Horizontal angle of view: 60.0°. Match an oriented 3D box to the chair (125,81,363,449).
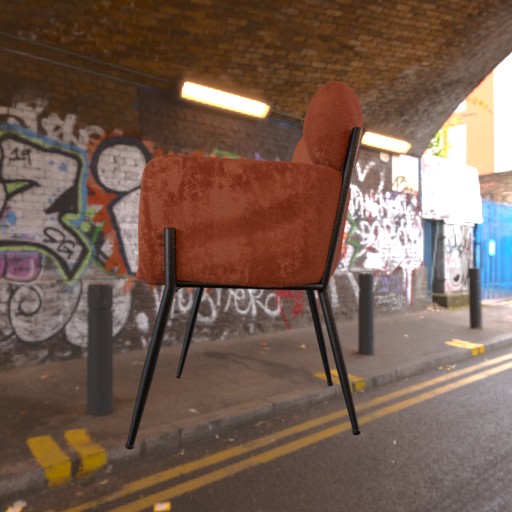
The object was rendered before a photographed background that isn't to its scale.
[{"bbox_3d":[0.000,0.000,1.143,0.523,0.772,0.561,0,0,1],"label":"chair"}]
